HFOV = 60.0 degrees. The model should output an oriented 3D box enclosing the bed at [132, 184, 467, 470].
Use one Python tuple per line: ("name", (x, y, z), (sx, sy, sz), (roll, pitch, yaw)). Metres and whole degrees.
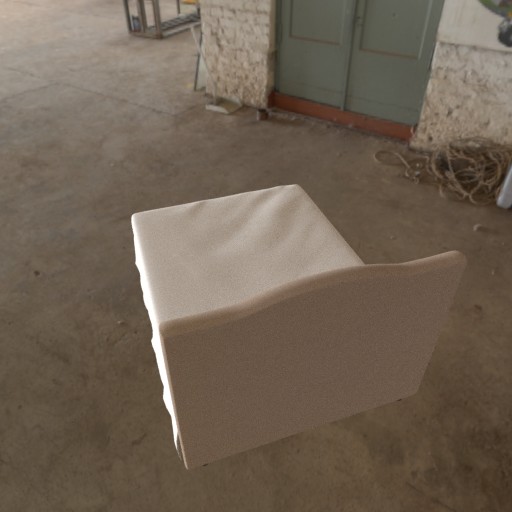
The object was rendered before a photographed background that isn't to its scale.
("bed", (0.000, 0.000, 3.453), (1.821, 1.436, 2.282), (-12, 41, -15))
